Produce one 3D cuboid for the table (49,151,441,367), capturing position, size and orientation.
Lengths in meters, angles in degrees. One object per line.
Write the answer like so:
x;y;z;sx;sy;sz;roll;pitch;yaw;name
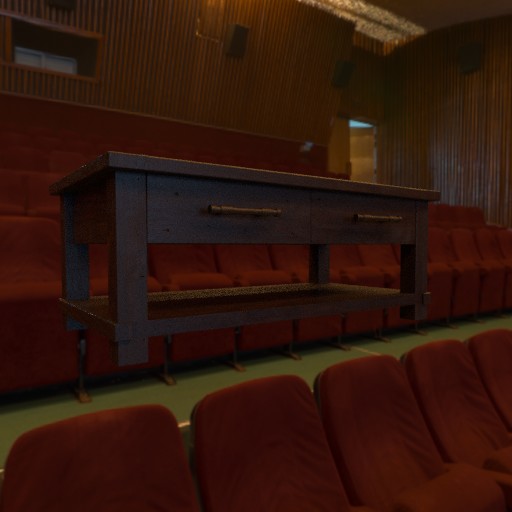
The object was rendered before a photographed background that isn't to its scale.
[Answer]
0.000;0.000;1.623;1.270;0.494;0.700;-1;1;-35;table
